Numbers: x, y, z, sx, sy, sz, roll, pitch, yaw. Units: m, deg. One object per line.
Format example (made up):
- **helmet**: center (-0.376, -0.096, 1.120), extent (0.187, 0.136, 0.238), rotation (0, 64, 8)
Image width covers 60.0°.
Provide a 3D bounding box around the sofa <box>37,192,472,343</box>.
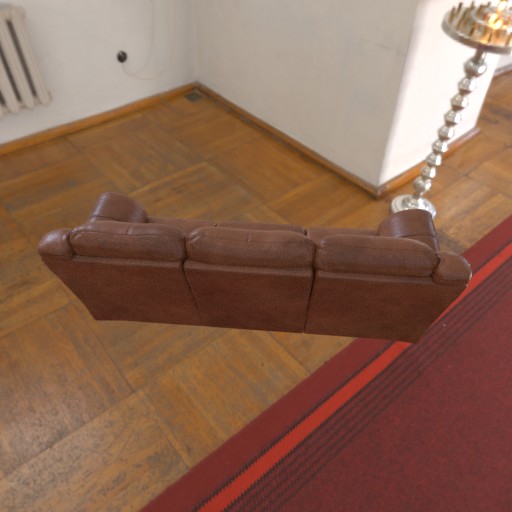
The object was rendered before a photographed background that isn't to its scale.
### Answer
- **sofa**: center (0.000, 0.000, 2.863), extent (2.337, 1.043, 0.991), rotation (4, 45, 4)
